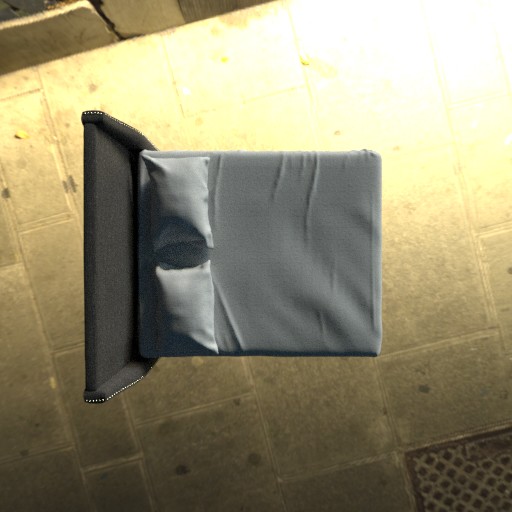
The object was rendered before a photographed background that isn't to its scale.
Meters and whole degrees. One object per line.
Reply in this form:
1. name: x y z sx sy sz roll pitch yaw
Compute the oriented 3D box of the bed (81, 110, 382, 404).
1. bed: 0.000 0.000 3.518 2.276 1.332 1.925 0 91 0
